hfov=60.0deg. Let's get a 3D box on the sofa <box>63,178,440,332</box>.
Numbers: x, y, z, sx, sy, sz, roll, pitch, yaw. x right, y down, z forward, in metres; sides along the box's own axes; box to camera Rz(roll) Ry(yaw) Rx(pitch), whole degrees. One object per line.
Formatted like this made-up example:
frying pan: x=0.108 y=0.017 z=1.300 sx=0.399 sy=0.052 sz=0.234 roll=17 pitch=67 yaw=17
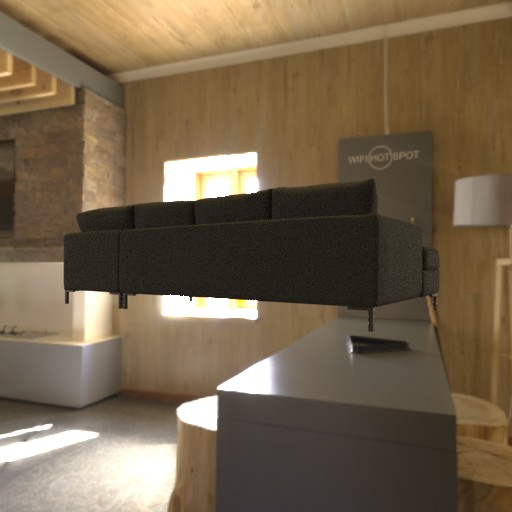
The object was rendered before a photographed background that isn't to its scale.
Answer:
sofa: x=0.000 y=0.000 z=3.969 sx=2.975 sy=0.858 sz=1.984 roll=-1 pitch=-1 yaw=35
